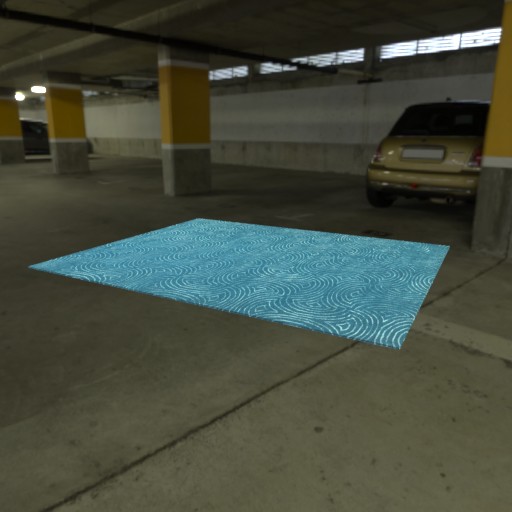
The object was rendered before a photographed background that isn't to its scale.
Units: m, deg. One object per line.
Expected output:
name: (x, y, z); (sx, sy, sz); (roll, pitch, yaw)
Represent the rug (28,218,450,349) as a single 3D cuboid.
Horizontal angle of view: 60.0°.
rug: (0.000, 0.000, 4.044); (3.033, 0.012, 2.432); (8, 18, 27)
